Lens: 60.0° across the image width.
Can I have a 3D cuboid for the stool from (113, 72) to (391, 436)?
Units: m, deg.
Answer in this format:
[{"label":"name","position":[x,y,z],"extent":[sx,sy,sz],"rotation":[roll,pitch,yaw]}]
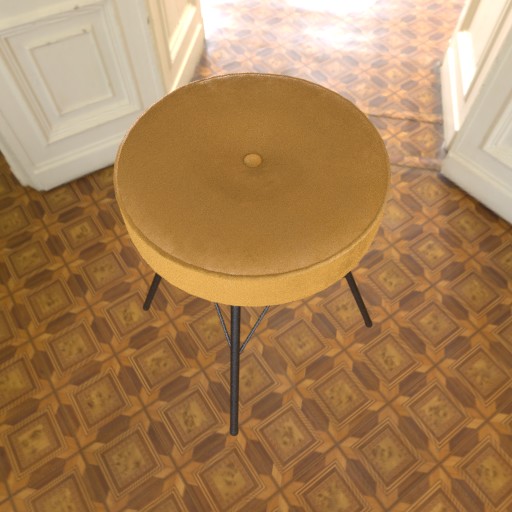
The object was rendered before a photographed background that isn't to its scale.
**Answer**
[{"label":"stool","position":[0.000,0.000,0.921],"extent":[0.472,0.595,0.438],"rotation":[-31,63,-18]}]
